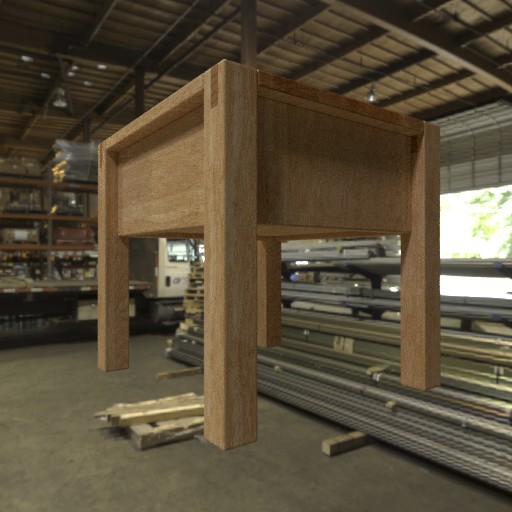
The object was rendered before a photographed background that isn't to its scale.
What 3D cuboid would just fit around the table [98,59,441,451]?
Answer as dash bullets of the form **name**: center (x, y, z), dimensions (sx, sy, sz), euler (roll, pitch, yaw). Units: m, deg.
- **table**: center (0.000, 0.000, 0.829), dimensions (0.440, 0.450, 0.480), euler (0, 0, -36)
